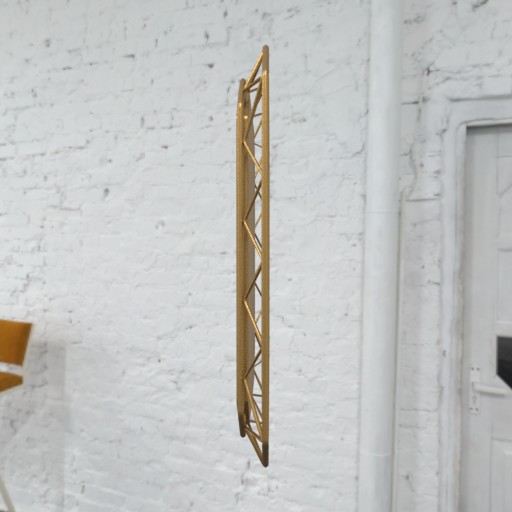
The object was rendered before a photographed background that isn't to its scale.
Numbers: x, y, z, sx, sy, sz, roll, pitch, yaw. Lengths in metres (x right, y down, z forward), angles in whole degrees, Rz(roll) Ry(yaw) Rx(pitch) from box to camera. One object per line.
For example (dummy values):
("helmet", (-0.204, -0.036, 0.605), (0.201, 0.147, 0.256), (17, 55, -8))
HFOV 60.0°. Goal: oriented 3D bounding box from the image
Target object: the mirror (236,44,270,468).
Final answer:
("mirror", (0.000, 0.000, 0.725), (0.042, 0.566, 0.417), (0, 1, 1))
